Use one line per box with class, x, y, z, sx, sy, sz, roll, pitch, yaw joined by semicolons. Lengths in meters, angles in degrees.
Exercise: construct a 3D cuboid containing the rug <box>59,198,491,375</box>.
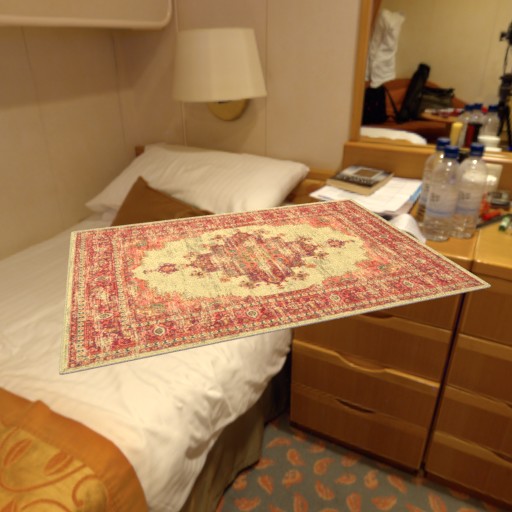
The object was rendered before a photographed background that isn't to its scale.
rug;0.000;0.000;3.600;2.878;0.014;2.005;-9;28;-17
